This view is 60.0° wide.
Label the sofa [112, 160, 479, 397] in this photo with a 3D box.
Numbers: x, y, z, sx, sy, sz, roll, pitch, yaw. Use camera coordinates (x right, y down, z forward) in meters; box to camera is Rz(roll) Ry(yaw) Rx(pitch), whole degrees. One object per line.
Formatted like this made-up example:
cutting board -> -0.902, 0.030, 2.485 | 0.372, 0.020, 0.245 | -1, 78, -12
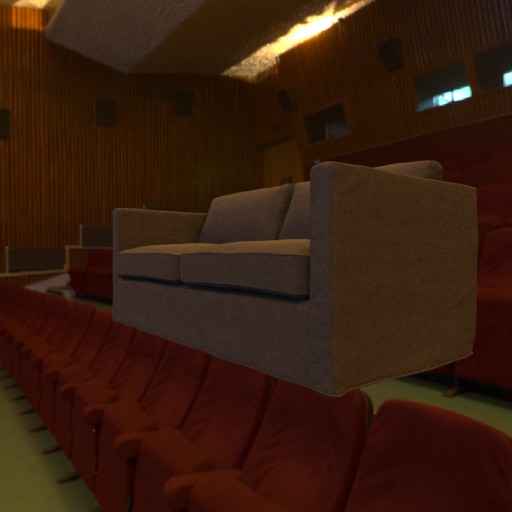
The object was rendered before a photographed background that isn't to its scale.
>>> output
sofa -> 0.000, 0.000, 2.403 | 0.953, 0.855, 1.982 | 0, 1, -37
